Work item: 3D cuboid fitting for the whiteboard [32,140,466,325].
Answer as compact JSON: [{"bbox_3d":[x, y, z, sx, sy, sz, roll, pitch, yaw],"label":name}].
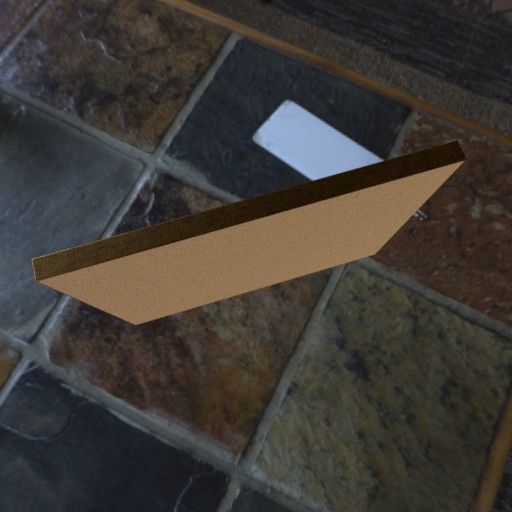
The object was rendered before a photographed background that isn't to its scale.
[{"bbox_3d":[0.000,0.000,0.777,0.561,0.457,0.029,-16,75,-4],"label":"whiteboard"}]
